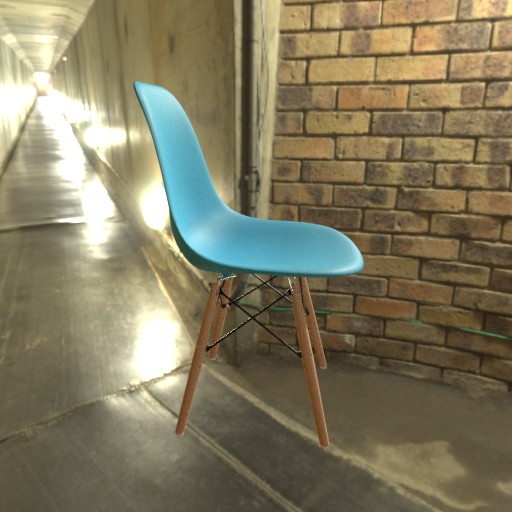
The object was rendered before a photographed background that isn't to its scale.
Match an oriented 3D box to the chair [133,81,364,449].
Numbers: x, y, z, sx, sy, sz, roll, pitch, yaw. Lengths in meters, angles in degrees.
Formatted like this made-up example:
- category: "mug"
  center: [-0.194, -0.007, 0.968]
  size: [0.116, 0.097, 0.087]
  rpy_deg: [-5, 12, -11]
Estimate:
- category: "chair"
  center: [0.000, 0.000, 1.126]
  size: [0.531, 0.826, 0.470]
  rpy_deg: [2, 17, 7]
